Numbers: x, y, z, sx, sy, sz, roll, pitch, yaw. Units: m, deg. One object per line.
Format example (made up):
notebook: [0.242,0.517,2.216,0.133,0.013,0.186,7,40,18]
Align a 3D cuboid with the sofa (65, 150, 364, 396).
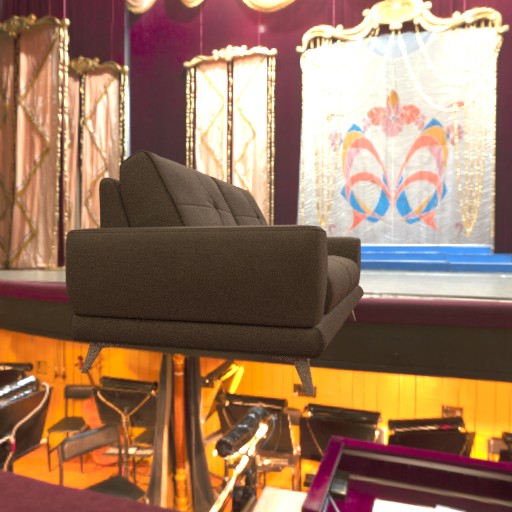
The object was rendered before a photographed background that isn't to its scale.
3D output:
sofa: [0.000,0.000,2.386,1.018,0.907,1.806,0,1,18]
